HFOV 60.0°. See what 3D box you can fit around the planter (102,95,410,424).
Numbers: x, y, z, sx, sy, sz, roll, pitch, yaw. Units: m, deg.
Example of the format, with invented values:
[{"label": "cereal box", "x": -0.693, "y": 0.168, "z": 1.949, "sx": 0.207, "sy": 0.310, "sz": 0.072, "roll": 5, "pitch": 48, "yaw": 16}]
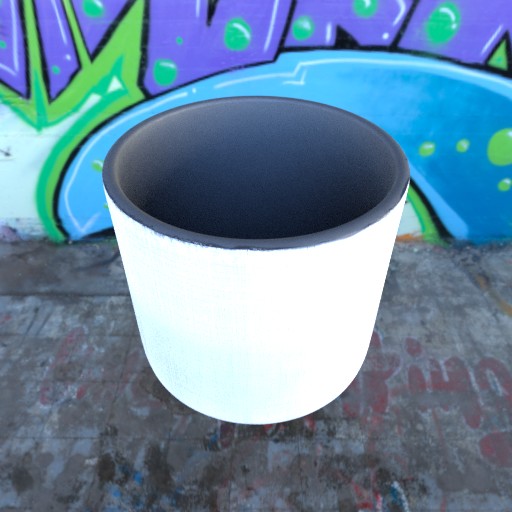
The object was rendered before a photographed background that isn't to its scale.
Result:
[{"label": "planter", "x": 0.000, "y": 0.000, "z": 0.386, "sx": 0.221, "sy": 0.201, "sz": 0.221, "roll": 0, "pitch": 41, "yaw": 0}]
